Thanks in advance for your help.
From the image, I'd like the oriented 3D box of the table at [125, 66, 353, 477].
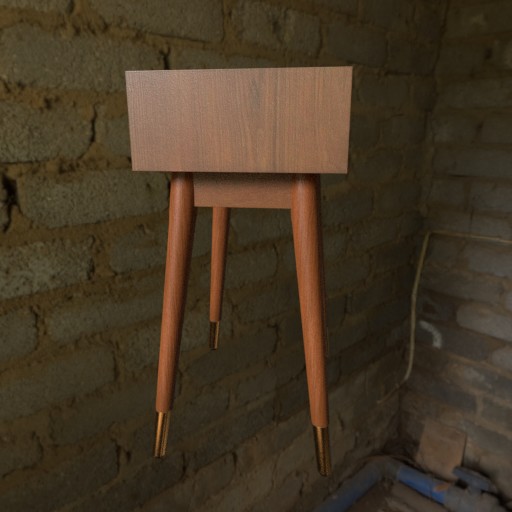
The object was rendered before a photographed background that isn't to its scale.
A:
[{"bbox_3d":[0.000,0.000,0.825,0.300,0.599,0.406,2,16,8],"label":"table"}]
